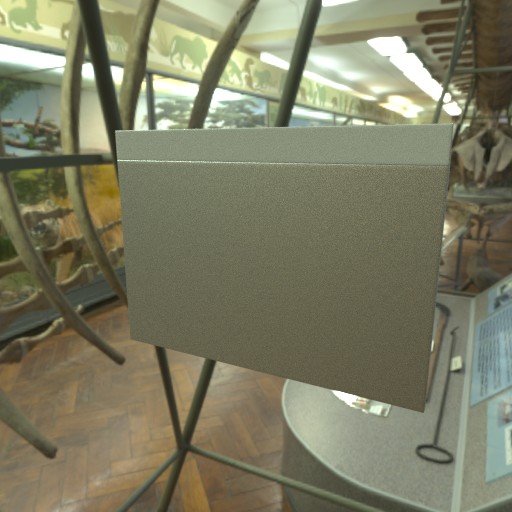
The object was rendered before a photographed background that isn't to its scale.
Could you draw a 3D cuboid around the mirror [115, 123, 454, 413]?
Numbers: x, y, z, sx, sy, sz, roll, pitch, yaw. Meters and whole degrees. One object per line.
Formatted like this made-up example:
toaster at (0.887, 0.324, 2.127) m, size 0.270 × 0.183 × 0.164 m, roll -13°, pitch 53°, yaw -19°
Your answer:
mirror at (0.000, 0.000, 1.135) m, size 0.870 × 0.630 × 0.030 m, roll 7°, pitch 15°, yaw 26°
